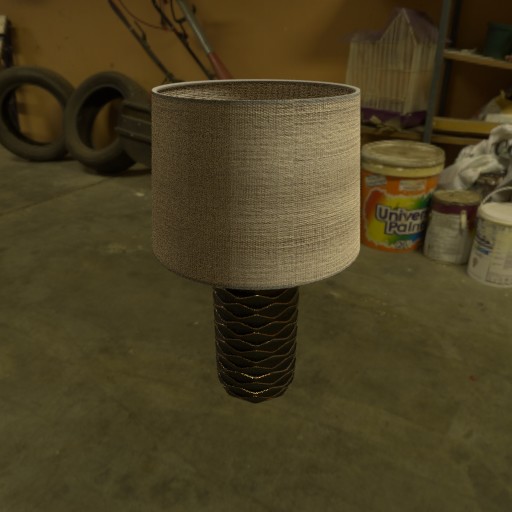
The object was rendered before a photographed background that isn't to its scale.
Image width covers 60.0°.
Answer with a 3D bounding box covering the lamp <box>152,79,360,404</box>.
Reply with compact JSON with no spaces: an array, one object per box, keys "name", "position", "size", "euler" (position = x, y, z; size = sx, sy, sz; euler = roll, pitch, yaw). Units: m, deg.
[{"name":"lamp","position":[0.000,0.000,0.834],"size":[0.376,0.594,0.376],"euler":[0,26,0]}]
